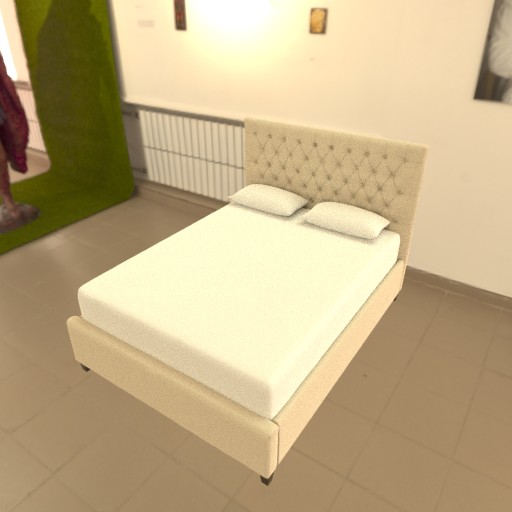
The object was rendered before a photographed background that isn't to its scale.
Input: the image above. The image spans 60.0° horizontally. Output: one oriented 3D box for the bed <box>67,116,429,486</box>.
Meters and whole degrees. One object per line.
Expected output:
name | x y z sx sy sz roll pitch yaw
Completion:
bed | 0.000 0.000 3.305 1.696 1.426 2.233 19 35 29
